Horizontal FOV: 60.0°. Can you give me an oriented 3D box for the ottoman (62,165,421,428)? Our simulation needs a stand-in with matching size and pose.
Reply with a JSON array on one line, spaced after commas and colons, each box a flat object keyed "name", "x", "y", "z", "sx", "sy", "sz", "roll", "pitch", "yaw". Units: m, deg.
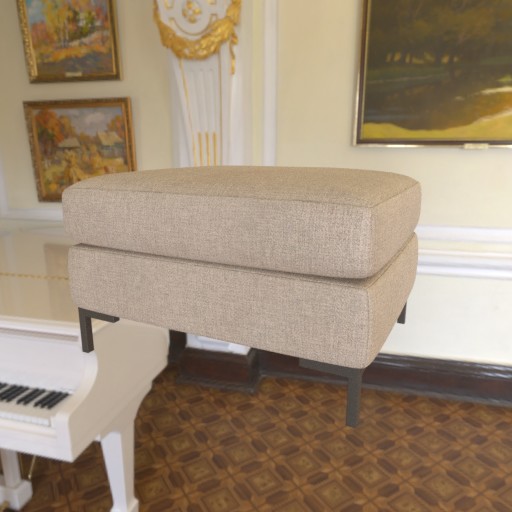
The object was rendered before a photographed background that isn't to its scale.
[{"name": "ottoman", "x": 0.000, "y": 0.000, "z": 1.262, "sx": 0.820, "sy": 0.490, "sz": 0.671, "roll": 7, "pitch": 16, "yaw": 26}]
